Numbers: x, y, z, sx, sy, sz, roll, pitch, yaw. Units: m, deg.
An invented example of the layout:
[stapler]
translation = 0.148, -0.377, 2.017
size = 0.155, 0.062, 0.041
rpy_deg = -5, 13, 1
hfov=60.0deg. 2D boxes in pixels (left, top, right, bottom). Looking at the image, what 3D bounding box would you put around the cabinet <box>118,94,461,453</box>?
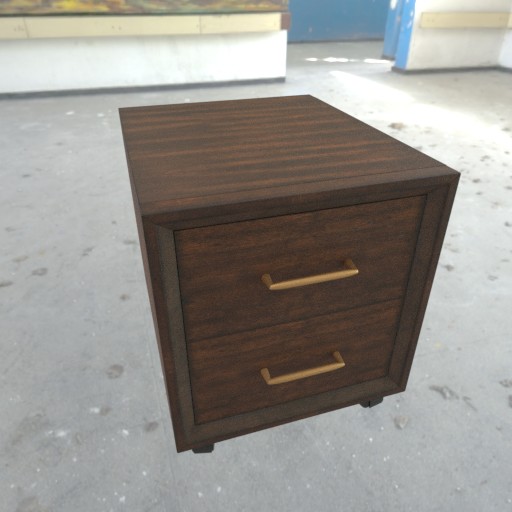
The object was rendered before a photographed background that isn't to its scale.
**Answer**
[cabinet]
translation = 0.000, 0.000, 0.826
size = 0.402, 0.455, 0.500
rpy_deg = -9, 33, -15
